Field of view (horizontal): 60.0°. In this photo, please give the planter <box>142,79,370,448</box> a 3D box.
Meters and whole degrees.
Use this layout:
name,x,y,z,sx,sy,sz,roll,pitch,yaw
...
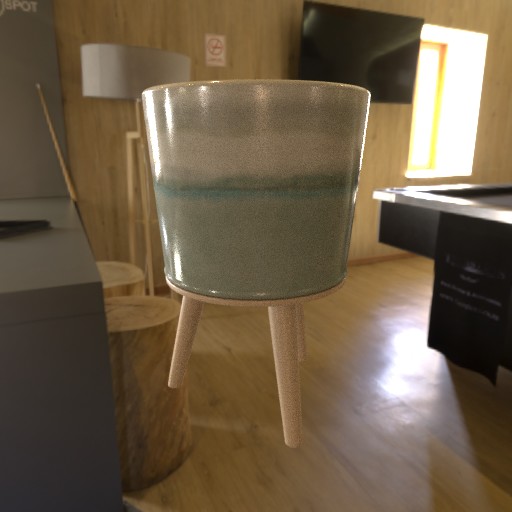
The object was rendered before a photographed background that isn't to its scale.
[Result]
name,x,y,z,sx,sy,sz,roll,pitch,yaw
planter,0.000,0.000,0.581,0.265,0.404,0.265,-2,15,-9
